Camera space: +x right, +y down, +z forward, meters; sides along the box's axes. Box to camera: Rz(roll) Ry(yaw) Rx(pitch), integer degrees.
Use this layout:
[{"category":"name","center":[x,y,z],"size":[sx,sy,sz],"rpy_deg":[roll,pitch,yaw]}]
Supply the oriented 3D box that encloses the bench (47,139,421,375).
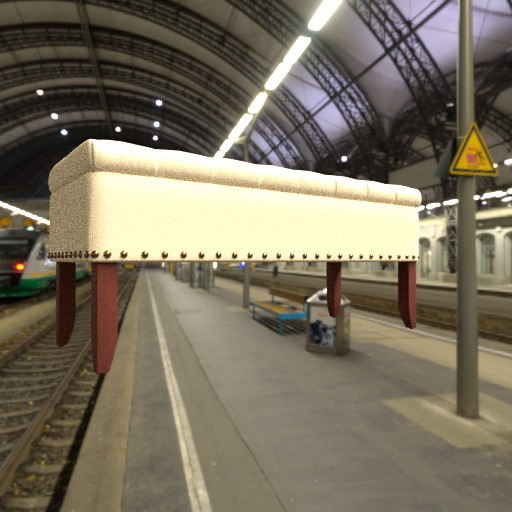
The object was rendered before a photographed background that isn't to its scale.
[{"category":"bench","center":[0.000,0.000,1.286],"size":[1.054,0.470,0.400],"rpy_deg":[0,-1,-35]}]
